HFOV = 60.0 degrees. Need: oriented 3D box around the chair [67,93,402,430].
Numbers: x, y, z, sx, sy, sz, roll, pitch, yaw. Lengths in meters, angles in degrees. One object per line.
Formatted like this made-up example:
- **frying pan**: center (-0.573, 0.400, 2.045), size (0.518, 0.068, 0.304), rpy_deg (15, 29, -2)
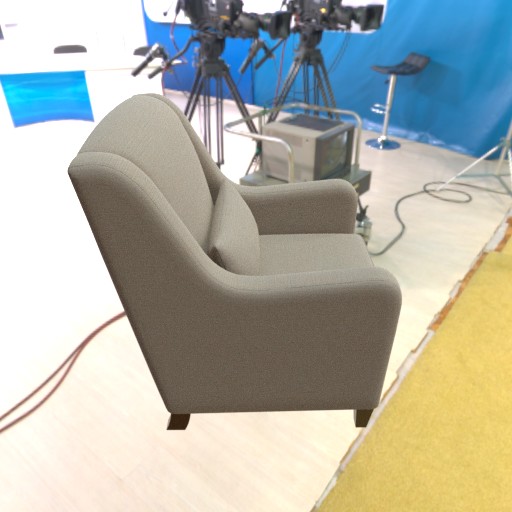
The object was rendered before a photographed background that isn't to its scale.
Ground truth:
- **chair**: center (0.000, 0.000, 1.574), size (0.896, 1.017, 0.715), rpy_deg (0, 33, 0)
